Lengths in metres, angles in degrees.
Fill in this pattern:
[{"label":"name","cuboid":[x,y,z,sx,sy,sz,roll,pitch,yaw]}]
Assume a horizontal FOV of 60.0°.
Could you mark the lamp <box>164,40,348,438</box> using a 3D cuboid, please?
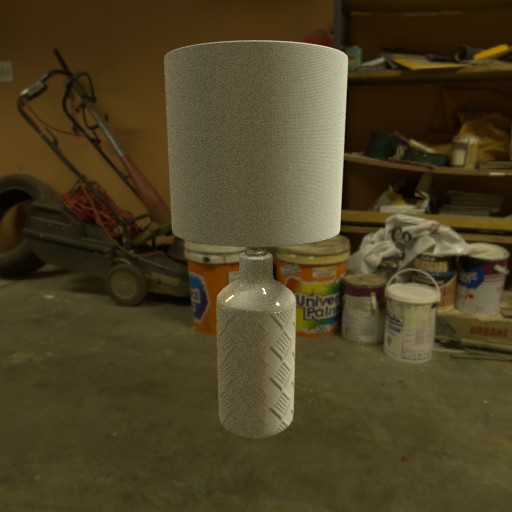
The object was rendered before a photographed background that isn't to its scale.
[{"label":"lamp","cuboid":[0.000,0.000,0.564,0.207,0.461,0.207,-7,16,-26]}]
